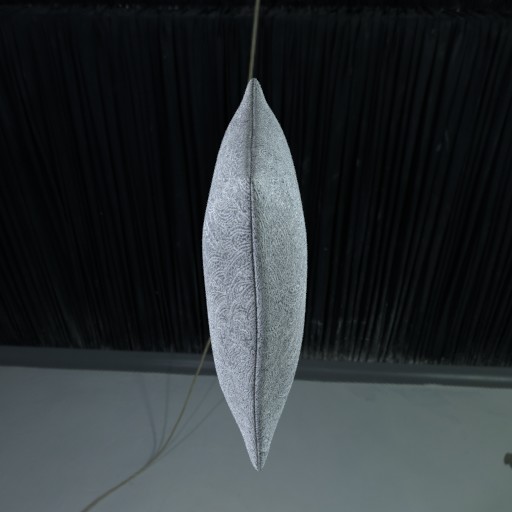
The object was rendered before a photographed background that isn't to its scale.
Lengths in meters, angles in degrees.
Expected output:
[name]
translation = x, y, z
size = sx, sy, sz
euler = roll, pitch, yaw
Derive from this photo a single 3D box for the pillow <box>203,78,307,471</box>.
[pillow]
translation = 0.000, 0.000, 0.804
size = 0.166, 0.510, 0.523
euler = 0, 33, 0
